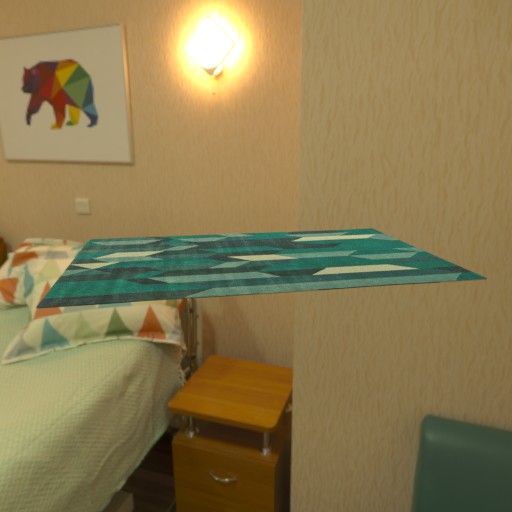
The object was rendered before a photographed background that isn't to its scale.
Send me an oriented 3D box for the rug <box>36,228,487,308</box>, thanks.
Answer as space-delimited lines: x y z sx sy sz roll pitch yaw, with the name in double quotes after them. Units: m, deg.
0.000 0.000 3.044 2.420 0.005 1.528 -3 15 -11 "rug"
